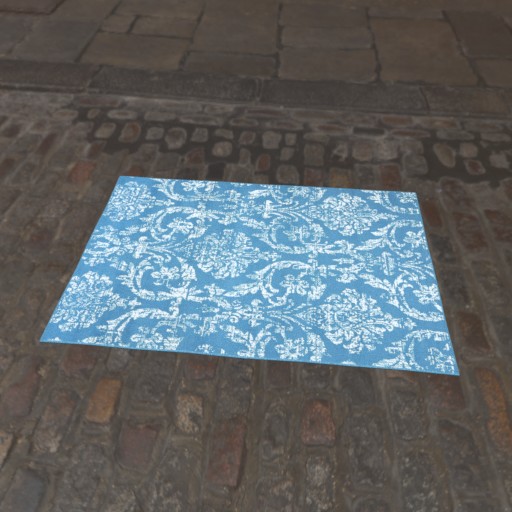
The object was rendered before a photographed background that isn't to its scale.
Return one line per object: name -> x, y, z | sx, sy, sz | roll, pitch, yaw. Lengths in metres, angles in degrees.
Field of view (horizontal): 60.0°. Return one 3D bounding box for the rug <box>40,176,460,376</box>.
rug -> 0.000, 0.000, 2.330 | 1.833, 0.012, 1.211 | 4, 48, 3
